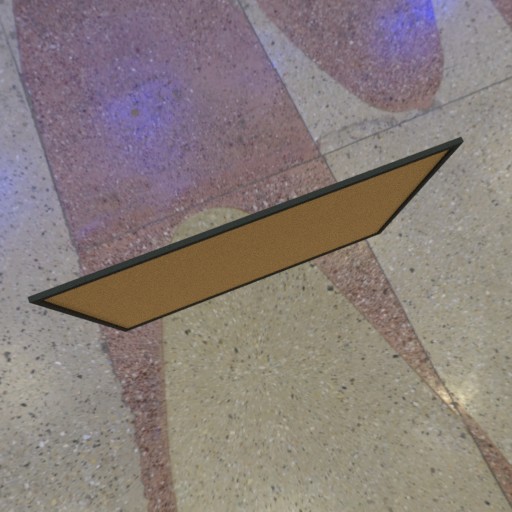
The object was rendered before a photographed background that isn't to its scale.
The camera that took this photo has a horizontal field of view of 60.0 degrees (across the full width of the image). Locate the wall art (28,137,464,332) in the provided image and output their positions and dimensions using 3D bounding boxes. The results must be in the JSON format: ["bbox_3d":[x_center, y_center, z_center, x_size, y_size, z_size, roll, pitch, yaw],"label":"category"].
[{"bbox_3d":[0.000,0.000,1.239,0.963,0.665,0.013,-21,76,-5],"label":"wall art"}]
